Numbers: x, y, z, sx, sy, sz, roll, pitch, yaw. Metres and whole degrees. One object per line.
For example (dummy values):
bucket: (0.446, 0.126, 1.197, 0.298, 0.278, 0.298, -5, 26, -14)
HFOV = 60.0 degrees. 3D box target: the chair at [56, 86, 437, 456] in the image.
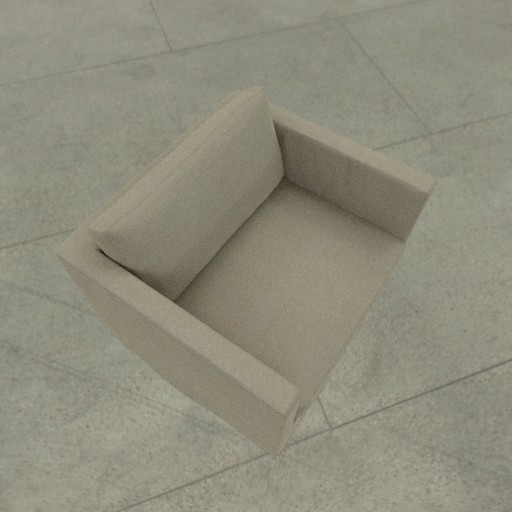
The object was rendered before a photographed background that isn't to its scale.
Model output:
chair: (0.000, 0.000, 1.760, 0.949, 0.863, 1.057, 31, 63, 18)
